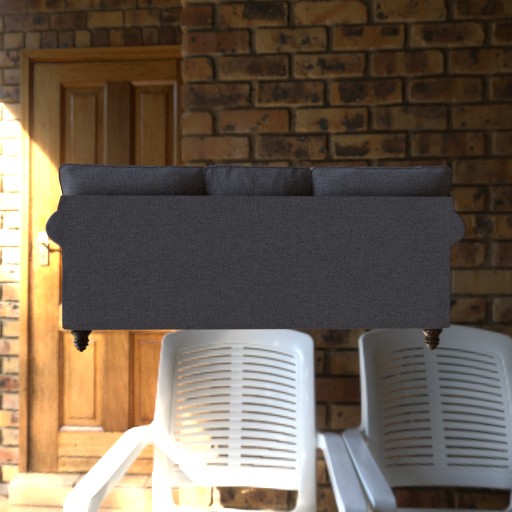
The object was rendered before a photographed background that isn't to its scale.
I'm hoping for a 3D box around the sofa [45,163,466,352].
[{"bbox_3d":[0.000,0.000,2.611,2.084,0.961,0.916,0,-1,-2],"label":"sofa"}]
